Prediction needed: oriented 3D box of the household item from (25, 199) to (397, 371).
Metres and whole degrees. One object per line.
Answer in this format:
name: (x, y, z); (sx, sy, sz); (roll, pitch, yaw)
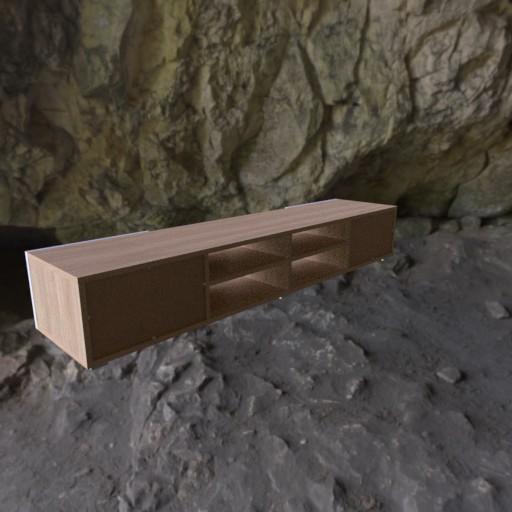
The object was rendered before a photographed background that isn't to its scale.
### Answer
household item: (0.000, 0.000, 2.068); (0.420, 0.310, 1.850); (15, 21, 43)
